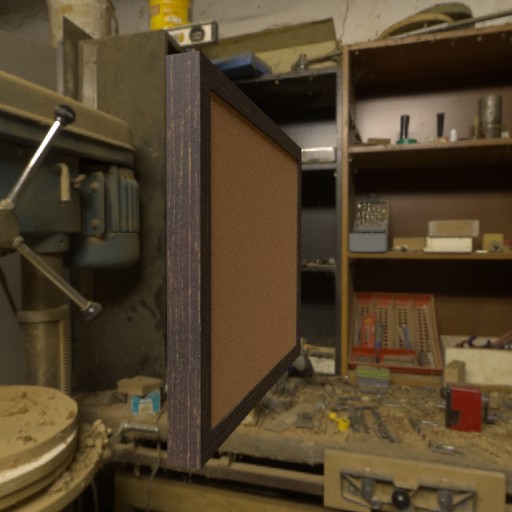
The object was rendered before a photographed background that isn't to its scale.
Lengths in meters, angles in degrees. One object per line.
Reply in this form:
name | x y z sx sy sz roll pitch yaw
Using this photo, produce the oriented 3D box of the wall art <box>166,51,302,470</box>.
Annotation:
wall art | 0.000 0.000 0.535 0.031 0.330 0.381 1 2 18
